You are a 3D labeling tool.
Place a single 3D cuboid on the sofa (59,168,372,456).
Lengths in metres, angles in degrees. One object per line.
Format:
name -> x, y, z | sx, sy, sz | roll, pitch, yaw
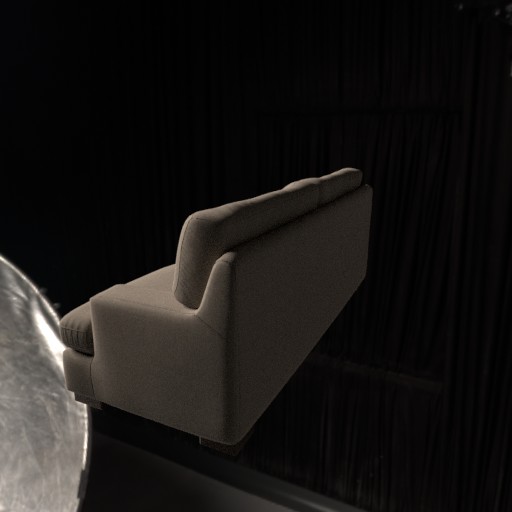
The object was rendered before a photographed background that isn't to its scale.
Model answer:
sofa -> 0.000, 0.000, 2.810 | 0.962, 0.980, 2.354 | 7, 18, 25
